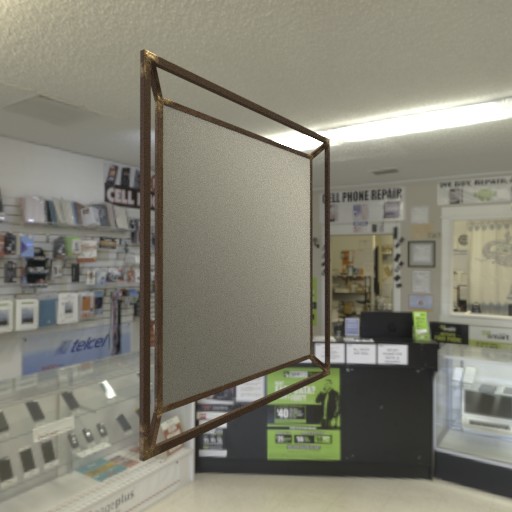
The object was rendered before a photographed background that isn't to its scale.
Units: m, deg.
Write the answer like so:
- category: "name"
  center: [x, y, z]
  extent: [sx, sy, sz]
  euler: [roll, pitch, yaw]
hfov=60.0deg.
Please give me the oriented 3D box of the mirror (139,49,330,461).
- category: "mirror"
  center: [0.000, 0.000, 0.912]
  extent: [0.032, 0.610, 0.610]
  euler: [0, -1, 36]
